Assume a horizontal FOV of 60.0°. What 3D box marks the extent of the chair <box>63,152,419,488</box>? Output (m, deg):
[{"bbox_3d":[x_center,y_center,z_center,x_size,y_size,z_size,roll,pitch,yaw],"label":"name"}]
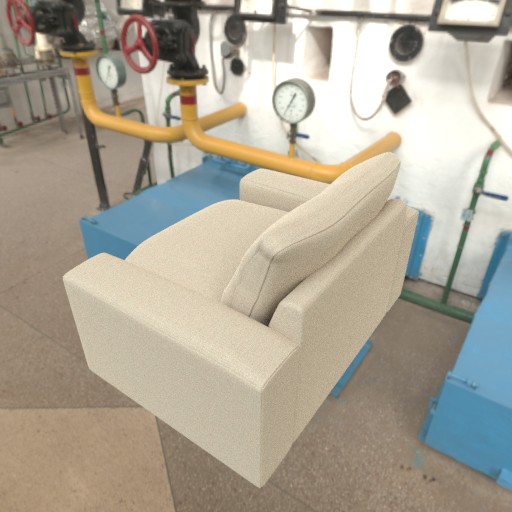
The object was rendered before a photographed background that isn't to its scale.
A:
[{"bbox_3d":[0.000,0.000,2.066,1.039,0.915,1.398,21,39,29],"label":"chair"}]
